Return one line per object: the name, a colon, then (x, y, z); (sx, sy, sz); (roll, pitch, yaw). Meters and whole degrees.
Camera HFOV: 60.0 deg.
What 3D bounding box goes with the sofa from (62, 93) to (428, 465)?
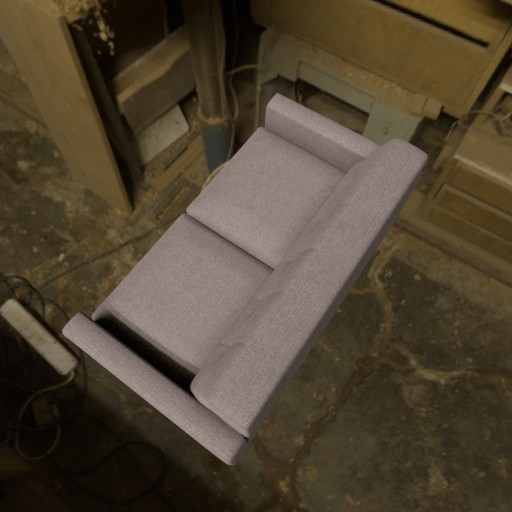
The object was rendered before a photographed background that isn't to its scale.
sofa: (0.000, 0.000, 2.156); (0.909, 0.841, 1.631); (32, 69, 14)
